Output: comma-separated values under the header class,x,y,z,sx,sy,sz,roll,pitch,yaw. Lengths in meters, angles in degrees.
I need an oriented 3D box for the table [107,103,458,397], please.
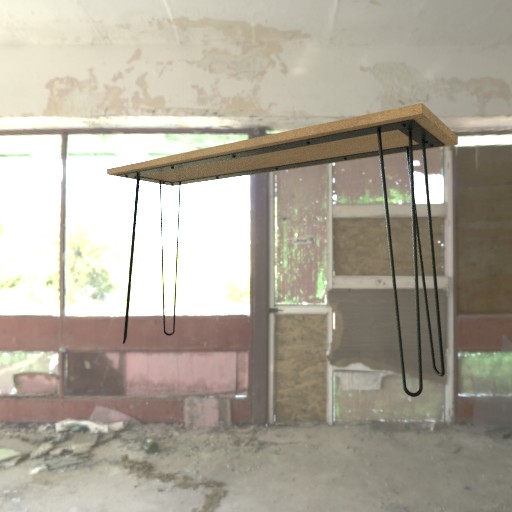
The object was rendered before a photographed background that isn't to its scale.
class,x,y,z,sx,sy,sz,roll,pitch,yaw
table,0.000,0.000,1.747,1.400,0.799,0.399,0,-1,37
